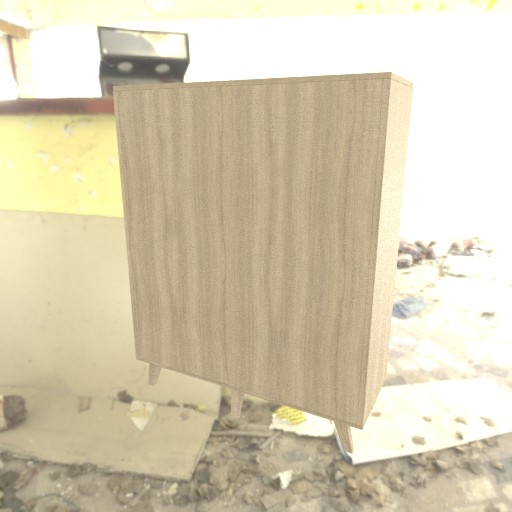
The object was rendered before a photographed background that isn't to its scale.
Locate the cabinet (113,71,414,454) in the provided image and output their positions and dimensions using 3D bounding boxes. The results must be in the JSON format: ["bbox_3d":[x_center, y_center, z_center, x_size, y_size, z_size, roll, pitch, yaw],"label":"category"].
[{"bbox_3d":[0.000,0.000,1.916,1.111,1.388,0.398,9,19,27],"label":"cabinet"}]
